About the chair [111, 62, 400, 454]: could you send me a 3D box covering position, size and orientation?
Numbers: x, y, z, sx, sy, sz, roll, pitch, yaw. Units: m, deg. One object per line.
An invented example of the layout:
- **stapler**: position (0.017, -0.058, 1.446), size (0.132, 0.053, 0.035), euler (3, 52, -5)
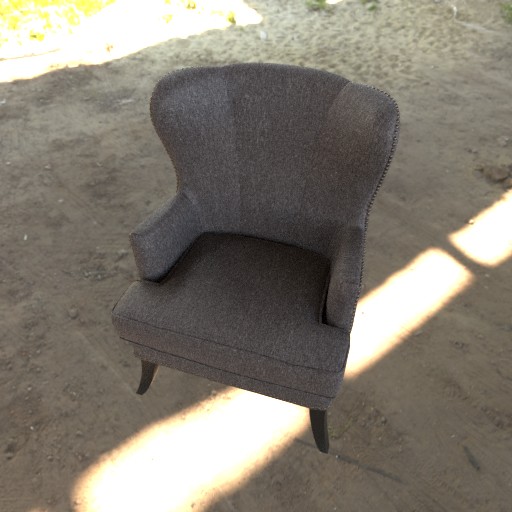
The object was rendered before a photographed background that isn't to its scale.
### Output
- **chair**: position (0.000, 0.000, 1.533), size (0.759, 1.060, 0.758), euler (12, 44, 13)
